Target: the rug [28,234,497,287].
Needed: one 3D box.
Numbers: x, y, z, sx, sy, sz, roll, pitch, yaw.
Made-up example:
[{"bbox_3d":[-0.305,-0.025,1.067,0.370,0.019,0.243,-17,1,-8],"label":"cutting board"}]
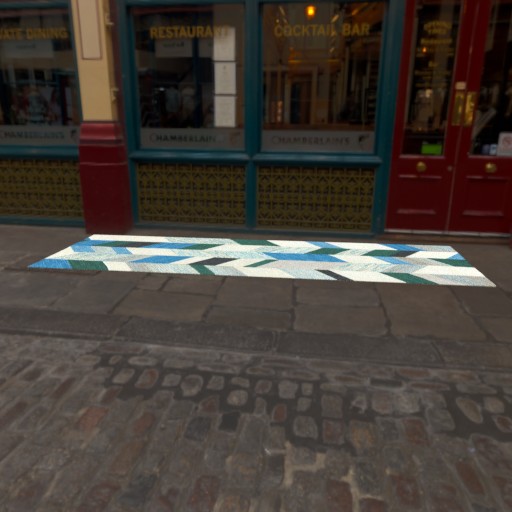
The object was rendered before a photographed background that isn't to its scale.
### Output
[{"bbox_3d":[0.000,0.000,2.645,2.437,0.008,0.774,2,16,7],"label":"rug"}]
